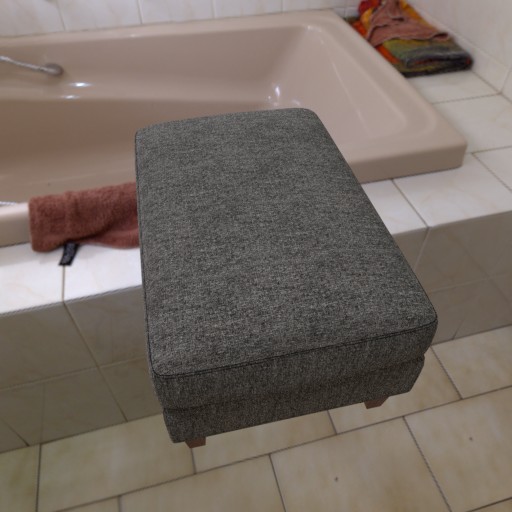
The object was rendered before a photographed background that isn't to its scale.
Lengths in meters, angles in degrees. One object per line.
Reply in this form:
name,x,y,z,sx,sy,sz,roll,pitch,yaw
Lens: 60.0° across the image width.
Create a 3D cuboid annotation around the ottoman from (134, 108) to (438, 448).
ottoman,0.000,0.000,1.219,0.584,0.483,0.864,-9,48,-8
